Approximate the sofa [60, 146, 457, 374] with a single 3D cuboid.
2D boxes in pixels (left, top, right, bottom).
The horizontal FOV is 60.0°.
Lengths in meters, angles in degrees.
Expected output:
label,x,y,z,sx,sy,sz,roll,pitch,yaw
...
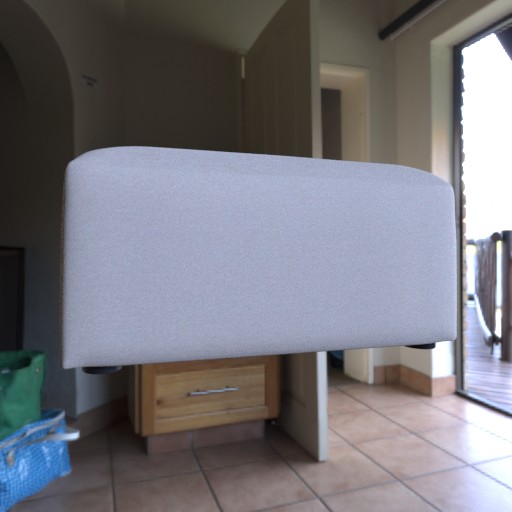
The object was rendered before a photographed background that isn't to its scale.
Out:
label,x,y,z,sx,sy,sz,roll,pitch,yaw
sofa,0.000,0.000,1.196,0.930,0.470,0.480,0,0,-18
